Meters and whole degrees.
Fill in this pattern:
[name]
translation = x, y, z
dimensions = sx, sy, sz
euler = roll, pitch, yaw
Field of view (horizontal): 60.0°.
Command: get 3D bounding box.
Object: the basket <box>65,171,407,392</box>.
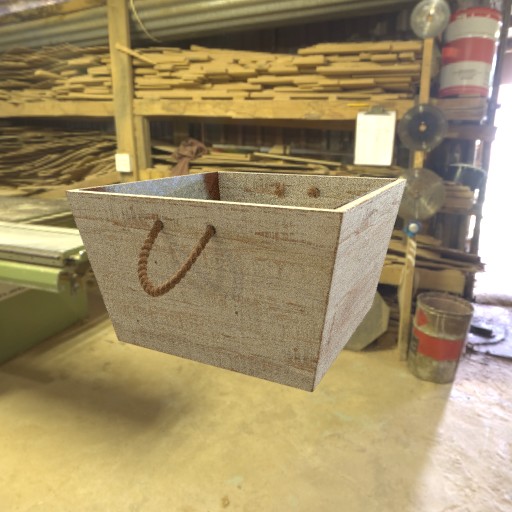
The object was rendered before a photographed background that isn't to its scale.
[basket]
translation = 0.000, 0.000, 0.761
dimensions = 0.413, 0.247, 0.545
euler = 8, 17, 26
